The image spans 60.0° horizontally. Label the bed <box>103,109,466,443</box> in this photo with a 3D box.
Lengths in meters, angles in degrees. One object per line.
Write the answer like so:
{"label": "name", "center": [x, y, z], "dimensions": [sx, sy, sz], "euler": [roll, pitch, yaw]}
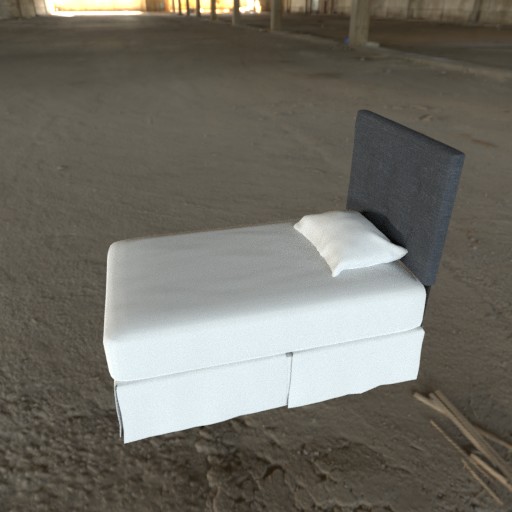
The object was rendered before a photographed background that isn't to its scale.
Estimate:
{"label": "bed", "center": [0.000, 0.000, 2.938], "dimensions": [1.997, 1.571, 1.261], "euler": [-7, 31, -13]}
